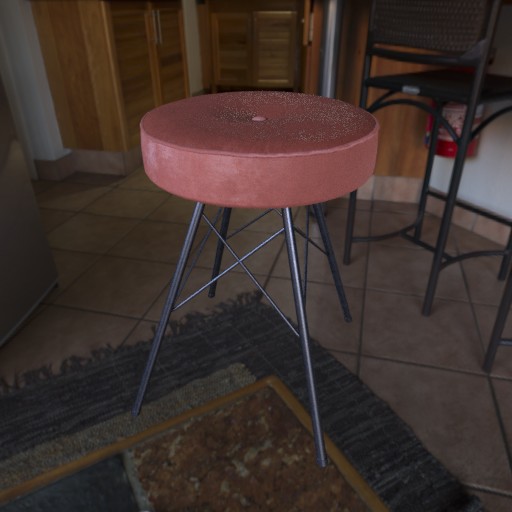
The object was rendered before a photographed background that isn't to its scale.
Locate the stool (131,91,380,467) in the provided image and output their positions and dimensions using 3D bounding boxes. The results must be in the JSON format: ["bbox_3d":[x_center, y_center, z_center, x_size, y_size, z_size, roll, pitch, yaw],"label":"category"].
[{"bbox_3d":[0.000,0.000,0.915,0.421,0.593,0.457,9,32,14],"label":"stool"}]
